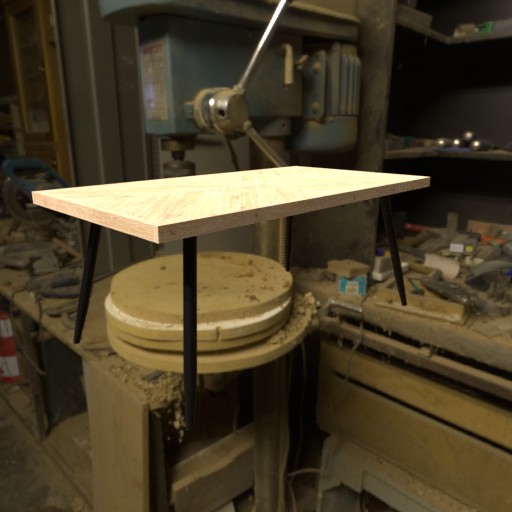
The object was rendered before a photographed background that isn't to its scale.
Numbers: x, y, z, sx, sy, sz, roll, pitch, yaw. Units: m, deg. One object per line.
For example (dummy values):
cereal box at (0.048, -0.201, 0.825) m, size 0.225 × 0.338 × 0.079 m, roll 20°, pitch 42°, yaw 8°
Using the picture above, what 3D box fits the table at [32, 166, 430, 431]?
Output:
table at (0.000, 0.000, 2.337) m, size 0.991 × 0.762 × 1.803 m, roll 16°, pitch 23°, yaw 43°
